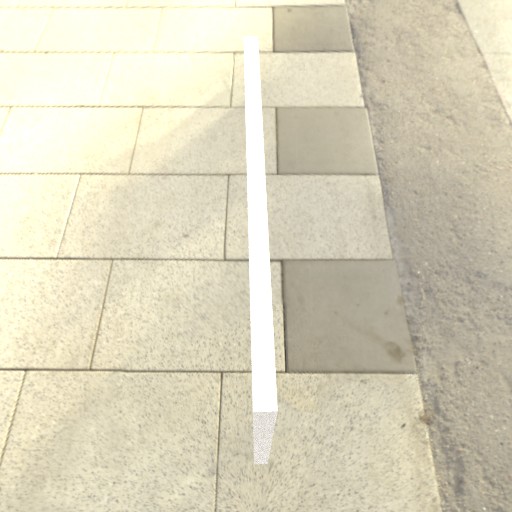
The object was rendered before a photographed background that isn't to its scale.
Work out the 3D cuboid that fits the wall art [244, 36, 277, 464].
[{"bbox_3d":[0.000,0.000,1.645,0.051,0.902,1.308,-1,59,-1],"label":"wall art"}]
